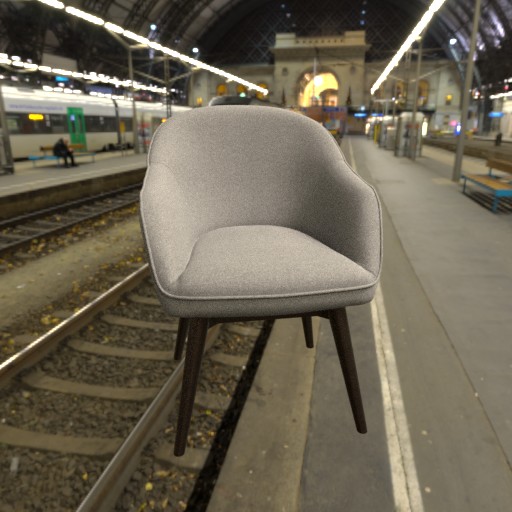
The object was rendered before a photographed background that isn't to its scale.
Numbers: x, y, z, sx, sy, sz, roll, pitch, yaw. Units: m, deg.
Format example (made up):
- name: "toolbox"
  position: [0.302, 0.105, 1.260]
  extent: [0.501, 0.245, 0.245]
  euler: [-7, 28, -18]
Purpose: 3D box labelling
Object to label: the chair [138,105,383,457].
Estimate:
- name: "chair"
  position: [0.000, 0.000, 1.217]
  extent: [0.589, 0.810, 0.611]
  euler: [-3, 17, -10]
